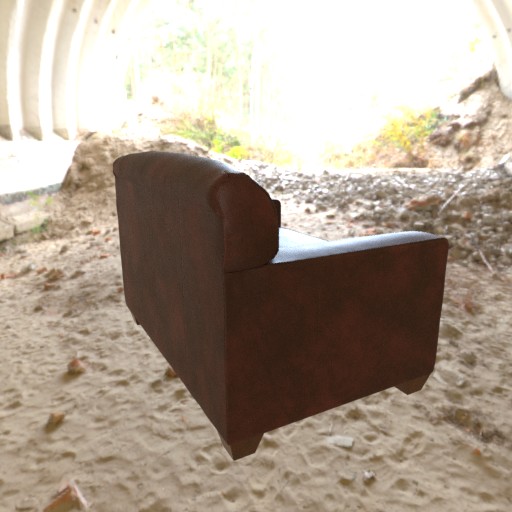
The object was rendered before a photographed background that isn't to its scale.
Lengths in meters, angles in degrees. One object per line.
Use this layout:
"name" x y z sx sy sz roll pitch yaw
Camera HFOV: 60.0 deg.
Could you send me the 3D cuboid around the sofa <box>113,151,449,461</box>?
"sofa" 0.000 0.000 2.077 1.000 0.956 1.413 -8 17 -28
